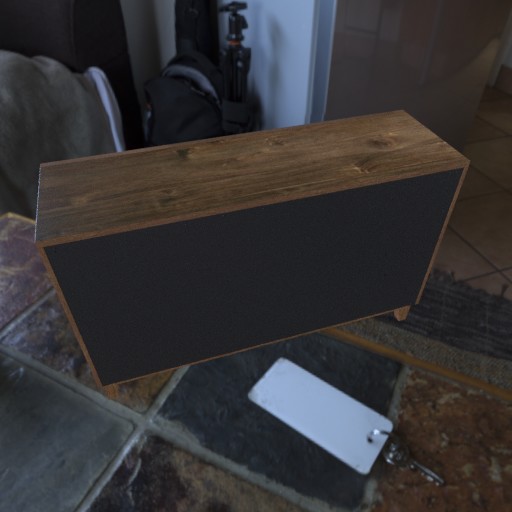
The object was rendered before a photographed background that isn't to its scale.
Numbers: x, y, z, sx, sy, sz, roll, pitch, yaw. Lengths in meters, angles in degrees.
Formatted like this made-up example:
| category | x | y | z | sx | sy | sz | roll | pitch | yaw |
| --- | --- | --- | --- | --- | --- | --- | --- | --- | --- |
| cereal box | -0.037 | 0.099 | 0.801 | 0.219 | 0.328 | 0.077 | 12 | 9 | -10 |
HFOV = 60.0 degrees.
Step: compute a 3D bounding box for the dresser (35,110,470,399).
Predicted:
| category | x | y | z | sx | sy | sz | roll | pitch | yaw |
| --- | --- | --- | --- | --- | --- | --- | --- | --- | --- |
| dresser | 0.000 | 0.000 | 1.806 | 1.400 | 0.873 | 0.446 | -12 | 44 | -13 |
